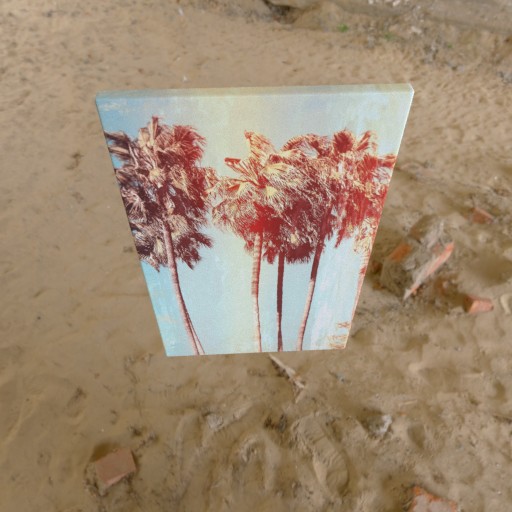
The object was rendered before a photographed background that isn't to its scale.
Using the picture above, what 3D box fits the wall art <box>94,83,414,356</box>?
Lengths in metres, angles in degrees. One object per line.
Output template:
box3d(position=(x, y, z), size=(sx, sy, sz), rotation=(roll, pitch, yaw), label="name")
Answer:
box3d(position=(0.000, 0.000, 1.175), size=(0.605, 0.915, 0.037), rotation=(-2, 47, -2), label="wall art")
